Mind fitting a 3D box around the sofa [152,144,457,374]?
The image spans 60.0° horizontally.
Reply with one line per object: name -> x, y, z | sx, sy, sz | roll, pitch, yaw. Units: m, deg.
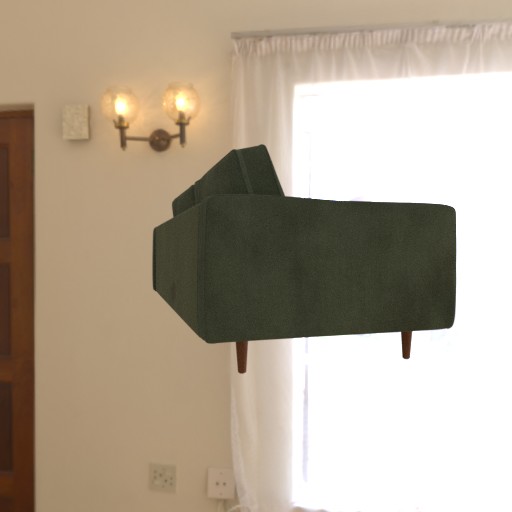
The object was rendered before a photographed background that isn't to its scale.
sofa -> 0.000, 0.000, 2.296 | 0.916, 0.772, 1.880 | 0, 1, -17
